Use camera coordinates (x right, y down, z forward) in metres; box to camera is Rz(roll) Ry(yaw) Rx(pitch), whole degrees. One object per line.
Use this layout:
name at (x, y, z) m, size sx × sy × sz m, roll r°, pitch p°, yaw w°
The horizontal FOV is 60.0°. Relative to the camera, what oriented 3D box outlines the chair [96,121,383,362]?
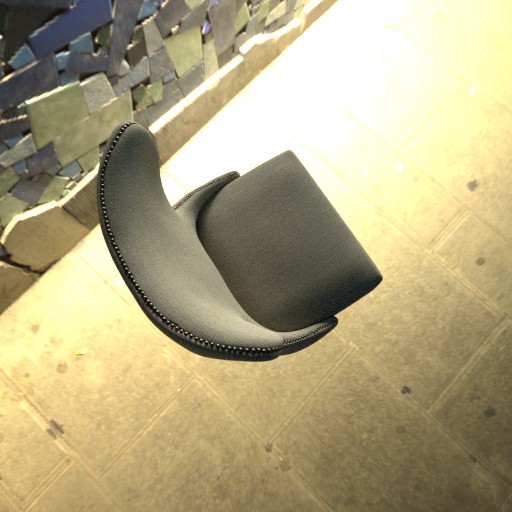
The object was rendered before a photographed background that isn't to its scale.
chair at (0.000, 0.000, 1.362) m, size 0.635 × 0.967 × 0.628 m, roll -31°, pitch 77°, yaw -8°
